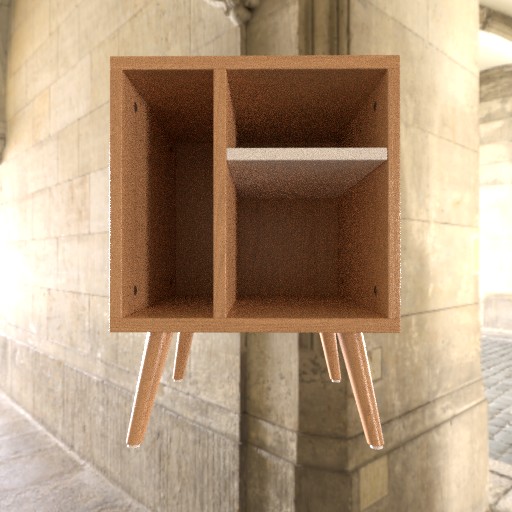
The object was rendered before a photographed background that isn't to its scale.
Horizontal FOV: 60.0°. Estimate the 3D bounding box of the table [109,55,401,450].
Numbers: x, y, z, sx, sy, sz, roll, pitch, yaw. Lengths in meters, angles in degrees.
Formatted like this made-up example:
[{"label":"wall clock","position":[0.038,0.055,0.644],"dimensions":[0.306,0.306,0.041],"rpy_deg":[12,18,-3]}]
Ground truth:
[{"label":"table","position":[0.000,0.000,0.808],"dimensions":[0.400,0.550,0.400],"rpy_deg":[0,0,1]}]
